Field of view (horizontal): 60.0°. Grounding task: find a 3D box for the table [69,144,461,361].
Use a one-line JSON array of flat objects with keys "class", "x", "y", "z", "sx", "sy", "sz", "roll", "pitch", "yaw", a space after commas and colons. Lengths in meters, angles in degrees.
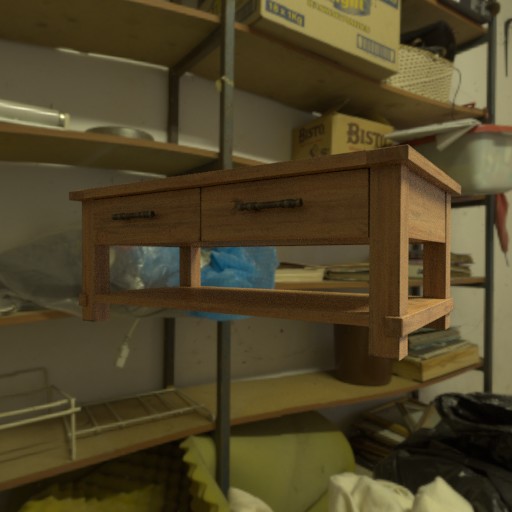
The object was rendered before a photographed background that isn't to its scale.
[{"class": "table", "x": 0.000, "y": 0.000, "z": 1.618, "sx": 1.270, "sy": 0.494, "sz": 0.693, "roll": 0, "pitch": 0, "yaw": 34}]
